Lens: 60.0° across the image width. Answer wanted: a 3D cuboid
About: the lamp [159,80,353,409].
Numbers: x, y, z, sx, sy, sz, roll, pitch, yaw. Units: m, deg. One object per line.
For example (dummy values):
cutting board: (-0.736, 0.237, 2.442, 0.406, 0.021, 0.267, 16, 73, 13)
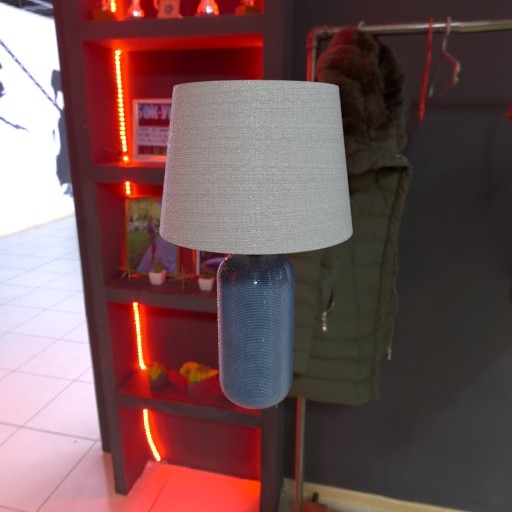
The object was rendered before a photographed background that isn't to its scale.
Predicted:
lamp: (0.000, 0.000, 0.603, 0.253, 0.428, 0.253, 0, 17, 0)
